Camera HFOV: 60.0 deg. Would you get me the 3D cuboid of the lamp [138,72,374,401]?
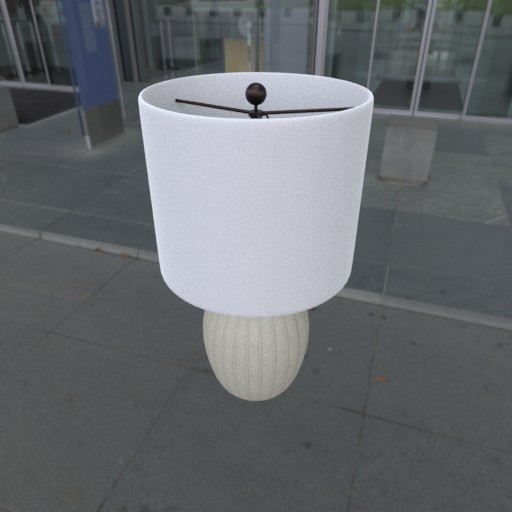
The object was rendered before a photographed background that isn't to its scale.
[{"bbox_3d":[0.000,0.000,0.772,0.329,0.570,0.329,19,36,29],"label":"lamp"}]
